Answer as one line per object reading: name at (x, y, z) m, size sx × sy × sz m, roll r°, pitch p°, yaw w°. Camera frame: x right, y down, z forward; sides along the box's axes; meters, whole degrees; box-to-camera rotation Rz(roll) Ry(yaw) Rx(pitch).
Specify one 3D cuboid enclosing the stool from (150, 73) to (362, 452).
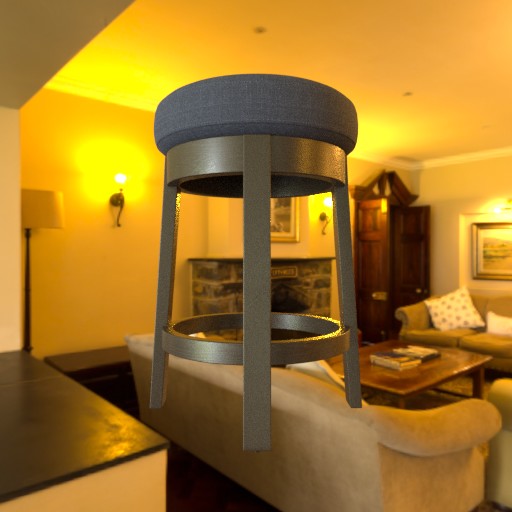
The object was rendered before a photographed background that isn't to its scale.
stool at (0.000, 0.000, 0.956) m, size 0.449 × 0.655 × 0.449 m, roll 0°, pitch 0°, yaw 0°
